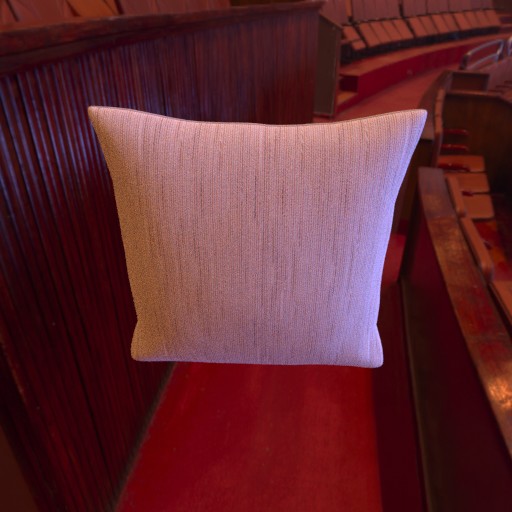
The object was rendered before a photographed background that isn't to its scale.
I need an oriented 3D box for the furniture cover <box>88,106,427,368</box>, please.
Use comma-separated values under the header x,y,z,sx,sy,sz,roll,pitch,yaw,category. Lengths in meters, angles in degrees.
x,y,z,sx,sy,sz,roll,pitch,yaw,category
0.000,0.000,0.780,0.512,0.506,0.178,1,31,2,furniture cover
